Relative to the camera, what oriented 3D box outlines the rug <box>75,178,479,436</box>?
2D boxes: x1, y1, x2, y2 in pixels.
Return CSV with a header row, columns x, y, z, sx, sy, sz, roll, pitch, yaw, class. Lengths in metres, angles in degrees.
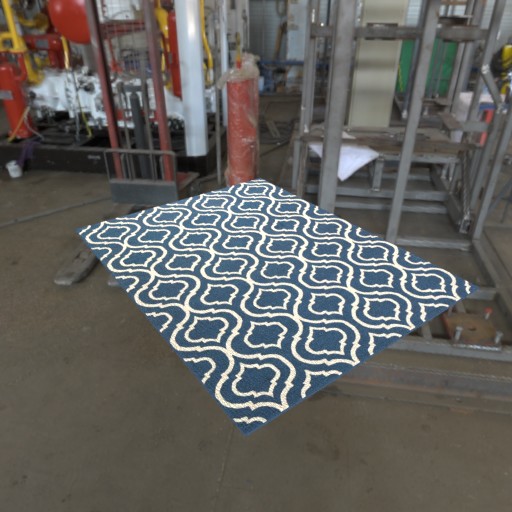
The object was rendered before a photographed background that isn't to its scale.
x,y,z,sx,sy,sz,roll,pitch,yaw,class
0.000,0.000,3.917,2.270,0.020,2.881,-21,37,-30,rug
